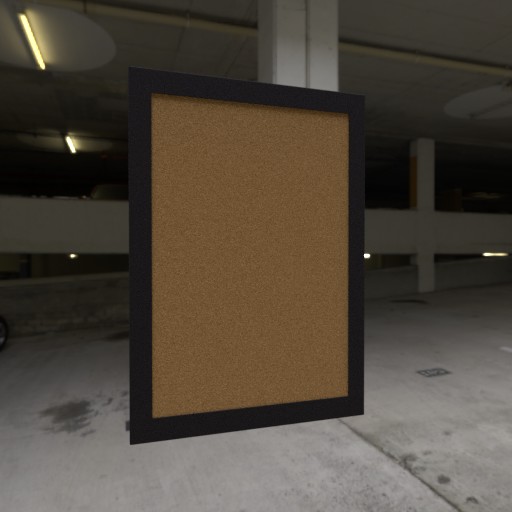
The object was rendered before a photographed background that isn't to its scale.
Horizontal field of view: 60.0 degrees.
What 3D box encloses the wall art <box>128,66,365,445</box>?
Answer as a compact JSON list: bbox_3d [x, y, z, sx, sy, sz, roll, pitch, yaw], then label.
[{"bbox_3d":[0.000,0.000,0.680,0.374,0.529,0.012,0,1,-18],"label":"wall art"}]
